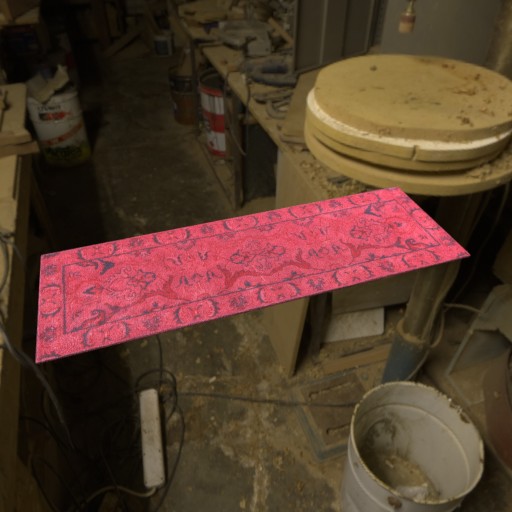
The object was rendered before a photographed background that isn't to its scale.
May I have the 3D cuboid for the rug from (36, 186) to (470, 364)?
[{"bbox_3d":[0.000,0.000,2.651,2.439,0.018,0.813,-12,42,-14],"label":"rug"}]
